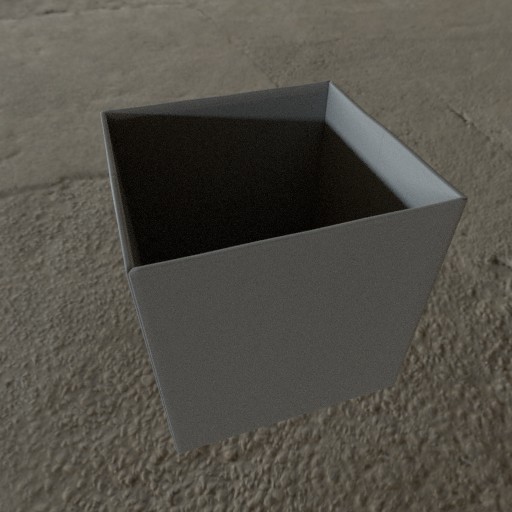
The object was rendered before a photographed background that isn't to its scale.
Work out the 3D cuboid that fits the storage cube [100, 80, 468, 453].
[{"bbox_3d":[0.000,0.000,0.504,0.270,0.280,0.270,-13,44,-13],"label":"storage cube"}]
